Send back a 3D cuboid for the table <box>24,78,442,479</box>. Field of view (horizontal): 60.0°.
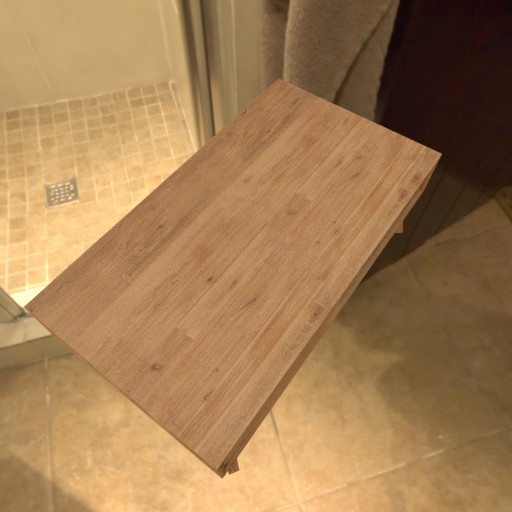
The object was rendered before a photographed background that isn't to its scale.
[{"bbox_3d":[0.000,0.000,2.038,0.918,0.531,1.619,32,63,18],"label":"table"}]
